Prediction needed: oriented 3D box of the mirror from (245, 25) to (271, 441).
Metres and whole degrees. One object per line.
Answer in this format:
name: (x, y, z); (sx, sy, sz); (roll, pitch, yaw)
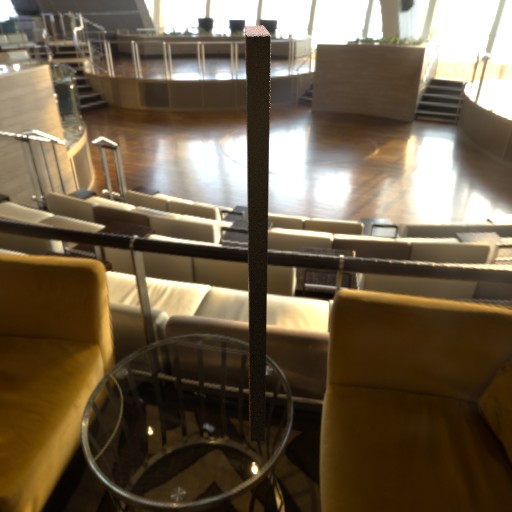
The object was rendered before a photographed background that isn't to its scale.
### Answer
mirror: (0.000, 0.000, 1.233); (0.047, 1.123, 0.343); (-1, 30, -1)
